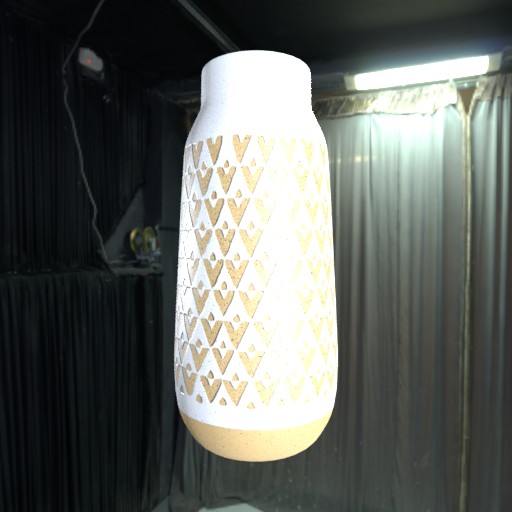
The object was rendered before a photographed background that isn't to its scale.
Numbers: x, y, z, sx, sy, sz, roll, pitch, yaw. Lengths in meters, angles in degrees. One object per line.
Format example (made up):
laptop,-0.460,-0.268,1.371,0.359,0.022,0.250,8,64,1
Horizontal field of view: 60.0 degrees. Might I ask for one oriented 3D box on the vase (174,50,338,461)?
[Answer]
vase,0.000,0.000,0.375,0.137,0.307,0.137,0,2,0
